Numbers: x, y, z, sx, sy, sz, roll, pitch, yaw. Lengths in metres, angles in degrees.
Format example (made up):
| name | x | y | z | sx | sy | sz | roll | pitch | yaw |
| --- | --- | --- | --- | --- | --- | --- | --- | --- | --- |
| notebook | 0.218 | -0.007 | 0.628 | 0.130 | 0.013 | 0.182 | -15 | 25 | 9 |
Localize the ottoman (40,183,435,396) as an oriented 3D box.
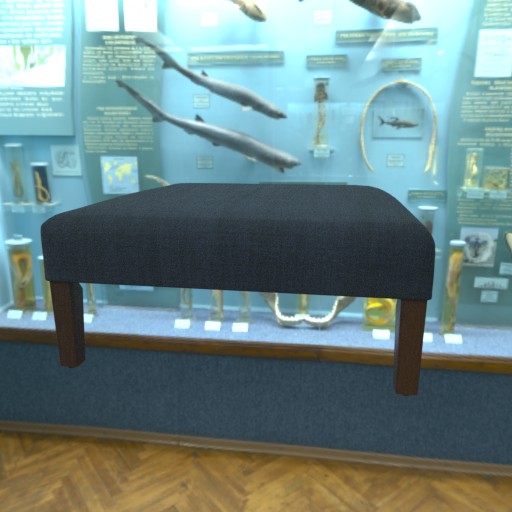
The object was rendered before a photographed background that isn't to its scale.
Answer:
| name | x | y | z | sx | sy | sz | roll | pitch | yaw |
| --- | --- | --- | --- | --- | --- | --- | --- | --- | --- |
| ottoman | 0.000 | 0.000 | 1.420 | 0.889 | 0.411 | 0.890 | 2 | 14 | 9 |
